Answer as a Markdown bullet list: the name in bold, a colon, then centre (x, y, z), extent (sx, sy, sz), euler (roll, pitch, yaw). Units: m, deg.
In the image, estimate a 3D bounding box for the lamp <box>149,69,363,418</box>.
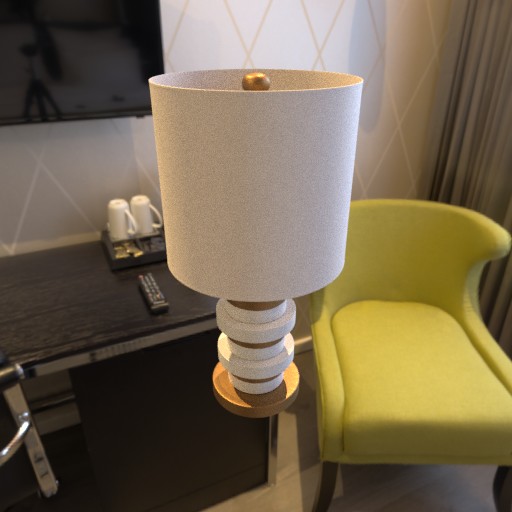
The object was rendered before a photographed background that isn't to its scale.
- **lamp**: centre (0.000, 0.000, 0.535), extent (0.210, 0.410, 0.210), euler (18, 32, 30)
